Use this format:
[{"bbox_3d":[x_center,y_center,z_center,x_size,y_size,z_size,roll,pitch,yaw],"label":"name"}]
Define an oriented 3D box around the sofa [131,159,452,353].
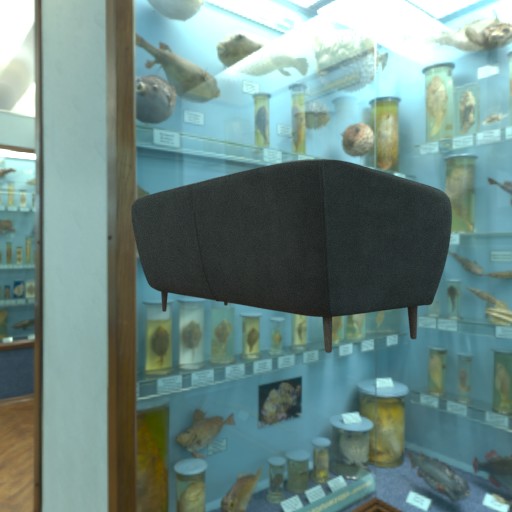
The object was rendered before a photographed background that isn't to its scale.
[{"bbox_3d":[0.000,0.000,2.873,0.956,0.875,2.296,0,1,-37],"label":"sofa"}]
